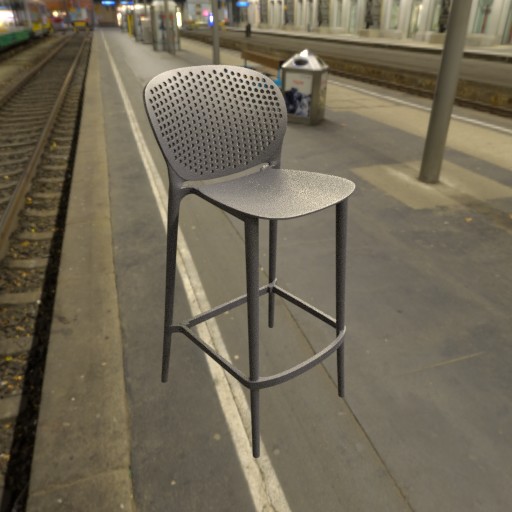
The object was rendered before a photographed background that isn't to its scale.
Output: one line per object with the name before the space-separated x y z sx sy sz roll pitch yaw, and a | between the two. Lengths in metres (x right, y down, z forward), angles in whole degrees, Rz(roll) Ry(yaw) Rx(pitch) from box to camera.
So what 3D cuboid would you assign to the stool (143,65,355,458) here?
stool | 0.000 0.000 1.366 0.536 1.045 0.535 -21 35 -34
